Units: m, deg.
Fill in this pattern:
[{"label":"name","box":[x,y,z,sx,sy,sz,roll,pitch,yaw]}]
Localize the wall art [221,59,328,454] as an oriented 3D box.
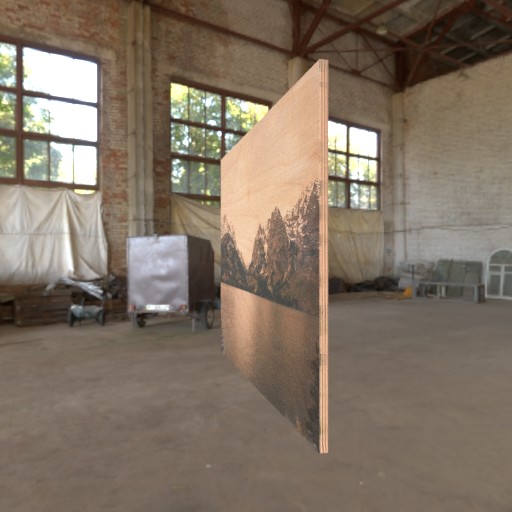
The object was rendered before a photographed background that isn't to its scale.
[{"label":"wall art","box":[0.000,0.000,0.703,0.010,0.408,0.508,0,0,-16]}]
